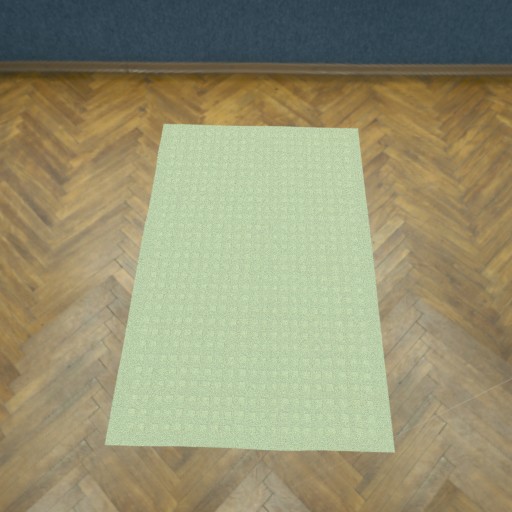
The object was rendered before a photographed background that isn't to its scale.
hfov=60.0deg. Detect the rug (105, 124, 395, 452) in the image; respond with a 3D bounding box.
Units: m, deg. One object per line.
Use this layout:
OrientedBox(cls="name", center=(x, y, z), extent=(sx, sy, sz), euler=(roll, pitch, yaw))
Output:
OrientedBox(cls="rug", center=(0.000, 0.000, 2.171), extent=(1.143, 0.006, 1.747), euler=(1, 61, 1))
